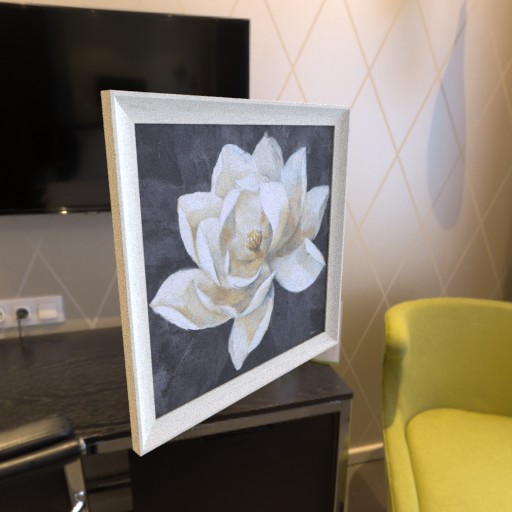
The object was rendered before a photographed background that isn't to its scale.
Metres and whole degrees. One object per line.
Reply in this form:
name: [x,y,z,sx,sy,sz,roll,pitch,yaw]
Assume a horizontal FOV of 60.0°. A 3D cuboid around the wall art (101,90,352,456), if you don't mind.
wall art: [0.000,0.000,1.532,0.045,1.016,1.016,15,22,42]
